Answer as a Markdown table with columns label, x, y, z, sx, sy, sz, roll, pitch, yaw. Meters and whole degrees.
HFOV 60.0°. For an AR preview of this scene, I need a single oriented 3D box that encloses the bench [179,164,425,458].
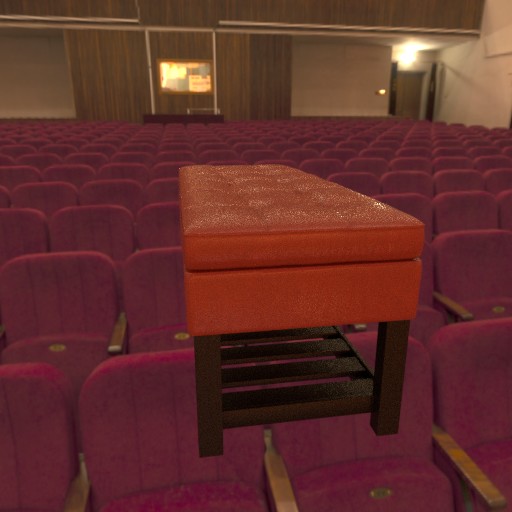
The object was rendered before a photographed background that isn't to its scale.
| label | x | y | z | sx | sy | sz | roll | pitch | yaw |
| --- | --- | --- | --- | --- | --- | --- | --- | --- | --- |
| bench | 0.000 | 0.000 | 1.314 | 0.432 | 0.460 | 1.105 | -3 | 17 | -9 |
